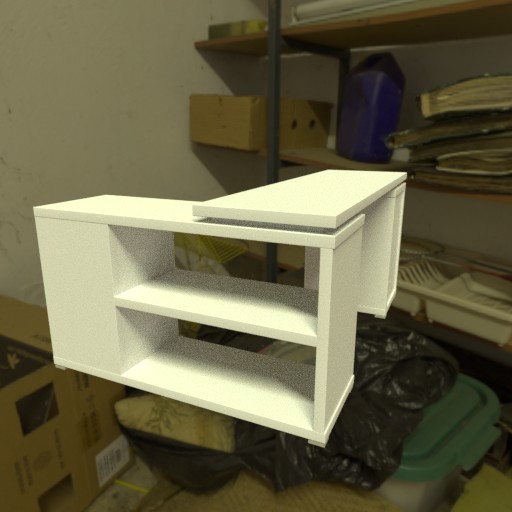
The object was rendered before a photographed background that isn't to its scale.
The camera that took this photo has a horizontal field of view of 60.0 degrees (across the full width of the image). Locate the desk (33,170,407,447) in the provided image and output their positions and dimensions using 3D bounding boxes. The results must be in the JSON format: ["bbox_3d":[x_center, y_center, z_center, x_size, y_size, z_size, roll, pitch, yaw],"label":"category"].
[{"bbox_3d":[0.000,0.000,2.226,1.200,0.753,1.524,7,17,24],"label":"desk"}]
